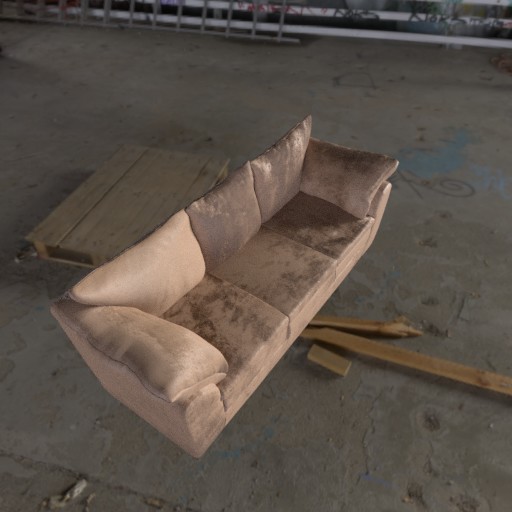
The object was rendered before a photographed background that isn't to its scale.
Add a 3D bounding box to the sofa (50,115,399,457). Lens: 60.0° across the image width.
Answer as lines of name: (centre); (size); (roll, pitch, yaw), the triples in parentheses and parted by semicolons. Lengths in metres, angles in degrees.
sofa: (0.000, 0.000, 2.817); (0.893, 0.981, 2.377); (25, 47, 26)
